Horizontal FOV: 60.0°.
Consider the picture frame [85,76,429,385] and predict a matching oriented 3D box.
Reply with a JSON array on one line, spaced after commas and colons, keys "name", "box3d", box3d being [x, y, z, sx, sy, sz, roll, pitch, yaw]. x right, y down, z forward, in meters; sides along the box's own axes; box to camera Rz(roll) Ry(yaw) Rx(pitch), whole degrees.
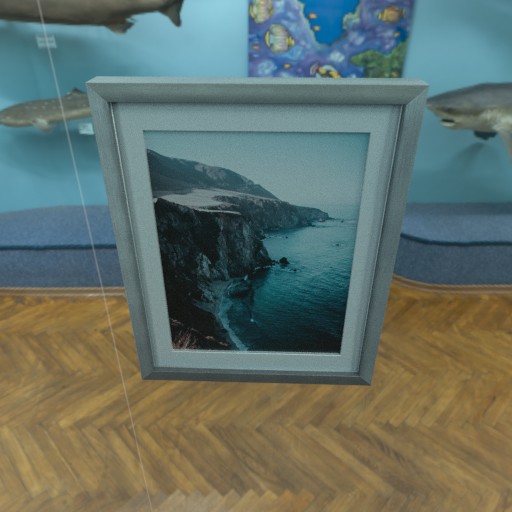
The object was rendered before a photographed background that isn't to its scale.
[{"name": "picture frame", "box3d": [0.000, 0.000, 0.742, 0.449, 0.555, 0.046, 1, 32, 2]}]
